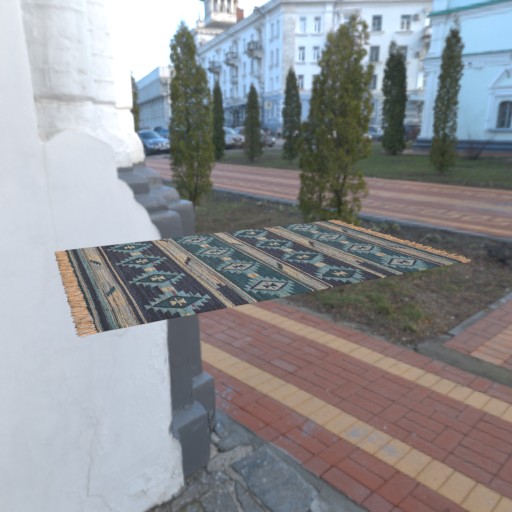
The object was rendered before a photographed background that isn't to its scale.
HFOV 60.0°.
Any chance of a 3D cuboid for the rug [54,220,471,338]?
[{"bbox_3d":[0.000,0.000,2.382,1.936,0.028,1.181,-8,18,-26],"label":"rug"}]
